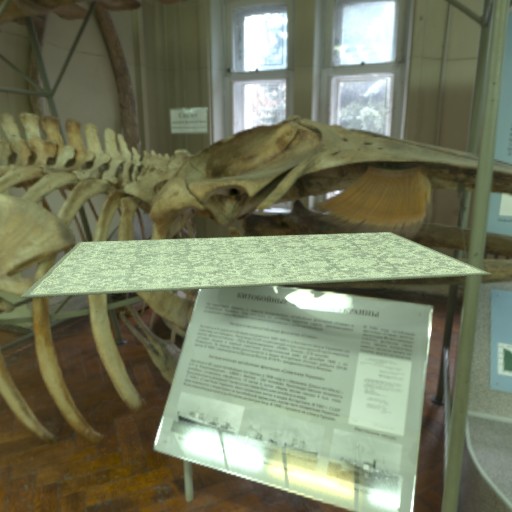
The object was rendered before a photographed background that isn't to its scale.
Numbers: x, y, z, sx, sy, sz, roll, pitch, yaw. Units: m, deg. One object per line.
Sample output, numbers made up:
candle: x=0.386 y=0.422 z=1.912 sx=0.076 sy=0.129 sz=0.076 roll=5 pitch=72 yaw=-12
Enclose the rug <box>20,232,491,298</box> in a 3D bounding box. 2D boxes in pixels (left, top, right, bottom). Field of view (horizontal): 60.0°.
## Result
rug: x=0.000 y=0.000 z=3.566 sx=3.048 sy=0.011 sz=1.546 roll=-2 pitch=14 yaw=-9
